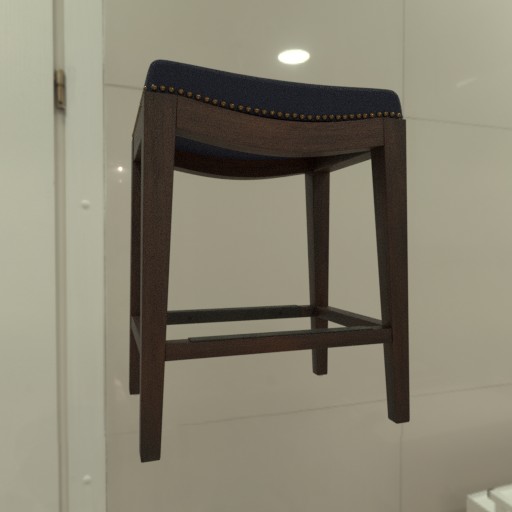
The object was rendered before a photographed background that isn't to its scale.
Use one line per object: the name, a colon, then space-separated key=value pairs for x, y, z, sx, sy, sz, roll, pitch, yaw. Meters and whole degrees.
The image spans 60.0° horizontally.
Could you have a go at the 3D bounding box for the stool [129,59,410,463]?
stool: x=0.000 y=0.000 z=0.931 sx=0.500 sy=0.642 sz=0.361 roll=0 pitch=1 yaw=-19
